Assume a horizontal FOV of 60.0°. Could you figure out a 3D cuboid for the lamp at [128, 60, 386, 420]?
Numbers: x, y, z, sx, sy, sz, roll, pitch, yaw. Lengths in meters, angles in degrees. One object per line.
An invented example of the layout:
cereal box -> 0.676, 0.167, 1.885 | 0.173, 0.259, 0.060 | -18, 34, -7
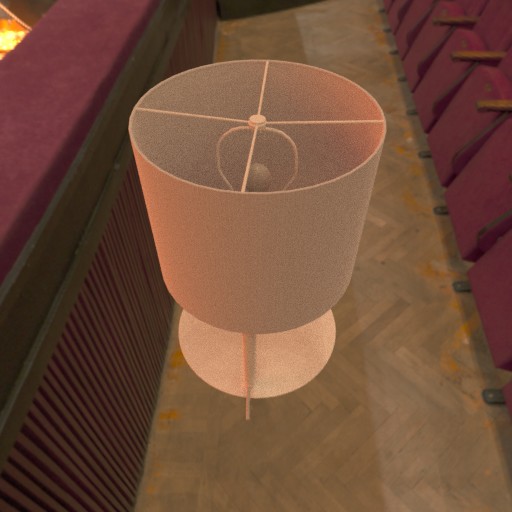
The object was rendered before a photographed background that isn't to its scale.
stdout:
lamp -> 0.000, 0.000, 0.677 | 0.299, 0.454, 0.341 | 4, 47, 4
